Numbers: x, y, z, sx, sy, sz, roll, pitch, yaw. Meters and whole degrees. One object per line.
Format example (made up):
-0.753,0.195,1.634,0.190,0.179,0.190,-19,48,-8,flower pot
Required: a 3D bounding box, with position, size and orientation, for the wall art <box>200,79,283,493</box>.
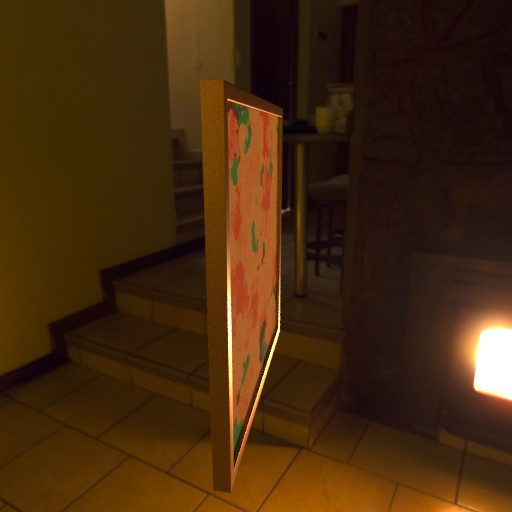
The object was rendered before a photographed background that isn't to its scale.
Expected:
0.000,0.000,1.144,0.036,0.765,0.767,3,15,10,wall art
